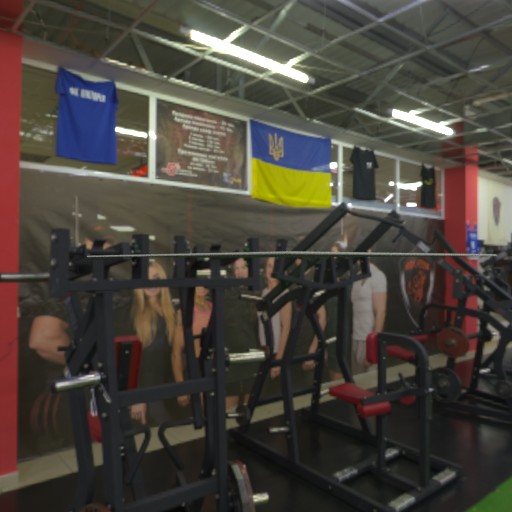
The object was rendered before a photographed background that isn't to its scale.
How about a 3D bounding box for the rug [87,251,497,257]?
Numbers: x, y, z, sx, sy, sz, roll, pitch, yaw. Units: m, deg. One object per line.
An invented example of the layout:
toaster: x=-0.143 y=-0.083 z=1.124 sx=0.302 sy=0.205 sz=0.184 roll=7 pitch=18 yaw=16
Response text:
rug: x=0.000 y=0.000 z=2.974 sx=1.515 sy=0.010 sz=2.430 roll=0 pitch=-1 yaw=-37
